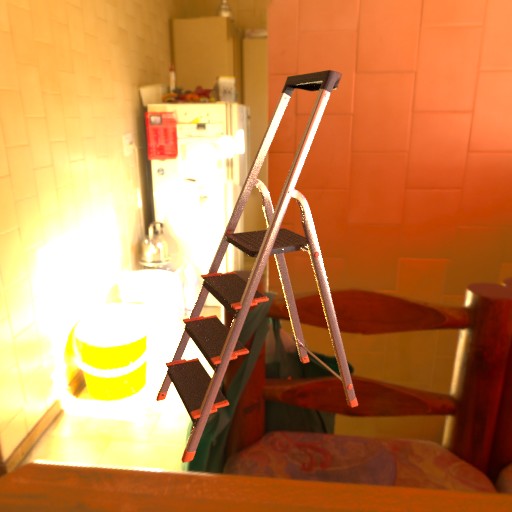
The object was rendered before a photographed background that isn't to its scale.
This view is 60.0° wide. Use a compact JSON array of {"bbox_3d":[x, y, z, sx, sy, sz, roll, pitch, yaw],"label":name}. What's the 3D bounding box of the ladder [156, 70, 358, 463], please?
[{"bbox_3d":[0.000,0.000,1.850,0.834,1.429,0.452,-8,19,-24],"label":"ladder"}]
